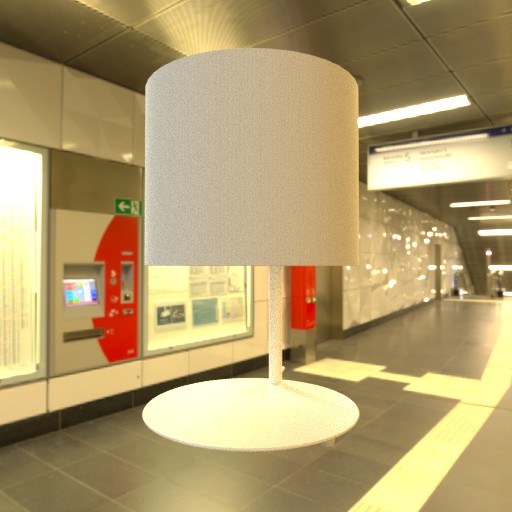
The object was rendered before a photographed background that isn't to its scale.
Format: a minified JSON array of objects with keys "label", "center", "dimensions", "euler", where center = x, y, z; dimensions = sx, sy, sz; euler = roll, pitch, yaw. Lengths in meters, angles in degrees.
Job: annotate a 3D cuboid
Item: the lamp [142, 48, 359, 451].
[{"label":"lamp","center":[0.000,0.000,0.652],"dimensions":[0.299,0.454,0.341],"euler":[0,-1,18]}]
